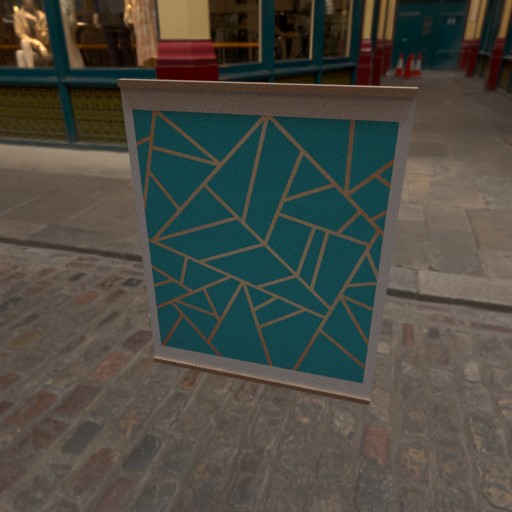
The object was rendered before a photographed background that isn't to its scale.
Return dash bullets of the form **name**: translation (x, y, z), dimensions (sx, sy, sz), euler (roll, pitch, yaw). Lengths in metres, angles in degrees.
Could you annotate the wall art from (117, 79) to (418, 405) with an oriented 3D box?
- **wall art**: translation (0.000, 0.000, 0.696), dimensions (0.405, 0.508, 0.012), euler (7, 28, 14)
